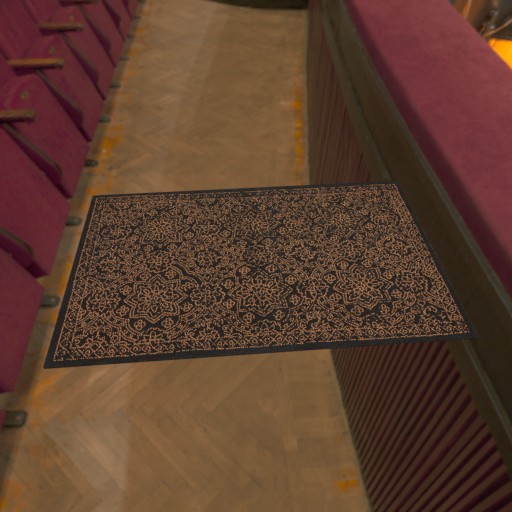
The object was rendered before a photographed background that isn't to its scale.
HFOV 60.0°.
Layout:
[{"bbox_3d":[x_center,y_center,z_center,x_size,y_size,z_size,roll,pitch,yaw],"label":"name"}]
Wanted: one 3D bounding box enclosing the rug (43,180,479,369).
[{"bbox_3d":[0.000,0.000,3.005,2.441,0.015,1.526,-3,45,-3],"label":"rug"}]
